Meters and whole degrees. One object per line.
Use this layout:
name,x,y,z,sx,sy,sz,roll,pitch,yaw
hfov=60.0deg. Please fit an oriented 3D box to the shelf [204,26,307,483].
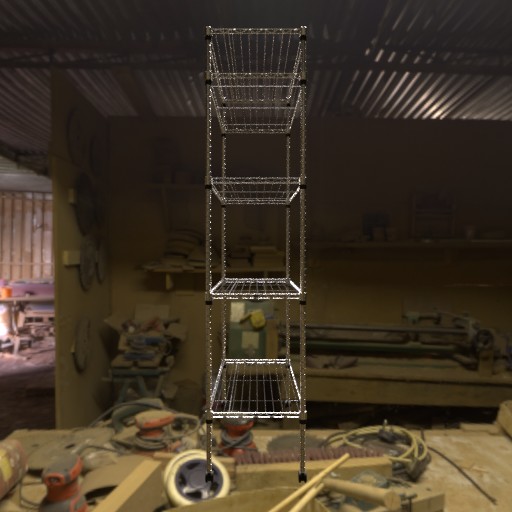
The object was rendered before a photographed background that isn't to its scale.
shelf,0.000,0.000,1.909,0.356,1.587,0.762,0,1,0
